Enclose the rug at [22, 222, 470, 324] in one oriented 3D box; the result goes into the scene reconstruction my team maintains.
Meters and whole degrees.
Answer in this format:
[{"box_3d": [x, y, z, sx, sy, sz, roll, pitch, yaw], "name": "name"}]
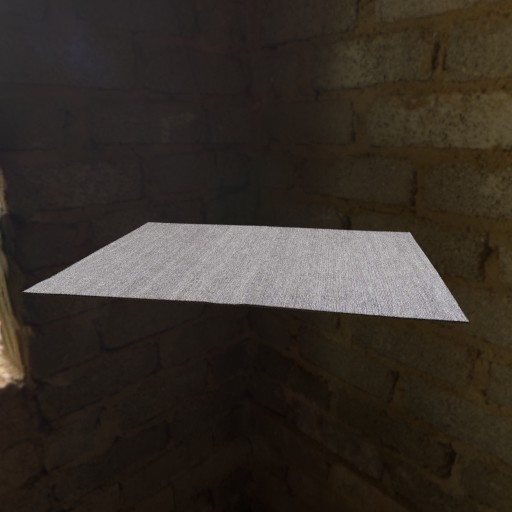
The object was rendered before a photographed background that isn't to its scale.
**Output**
[{"box_3d": [0.000, 0.000, 4.227, 3.202, 0.045, 2.434, 3, 17, 9], "name": "rug"}]
